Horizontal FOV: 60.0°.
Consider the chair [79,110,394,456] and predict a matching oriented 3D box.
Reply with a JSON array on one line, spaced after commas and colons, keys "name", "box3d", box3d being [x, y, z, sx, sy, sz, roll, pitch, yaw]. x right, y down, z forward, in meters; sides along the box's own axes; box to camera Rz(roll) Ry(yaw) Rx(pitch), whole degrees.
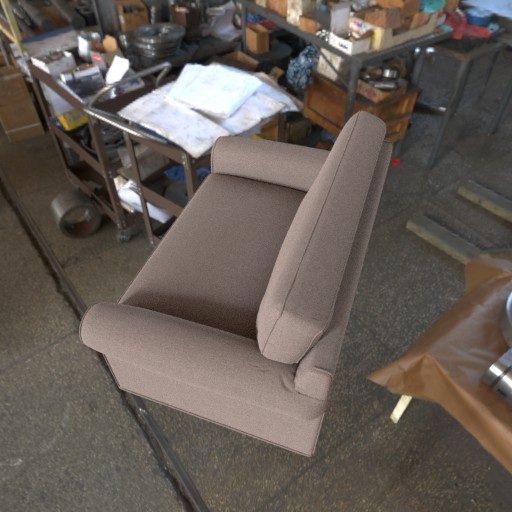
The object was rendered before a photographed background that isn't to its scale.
[{"name": "chair", "box3d": [0.000, 0.000, 1.998, 0.930, 0.930, 1.390, 15, 49, 13]}]
